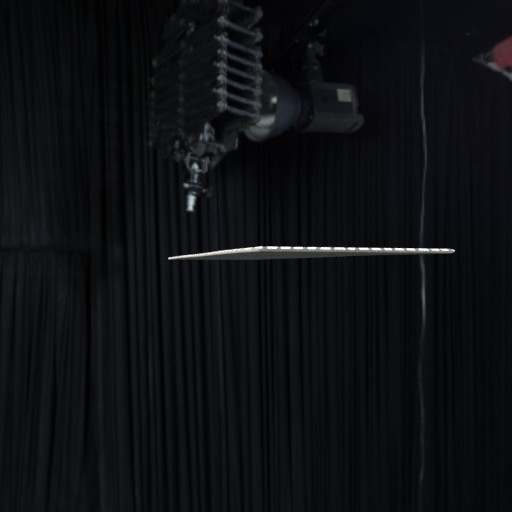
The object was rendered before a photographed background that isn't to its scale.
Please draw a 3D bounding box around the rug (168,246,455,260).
[{"bbox_3d":[0.000,0.000,2.678,0.773,0.020,2.439,0,-1,-18],"label":"rug"}]
